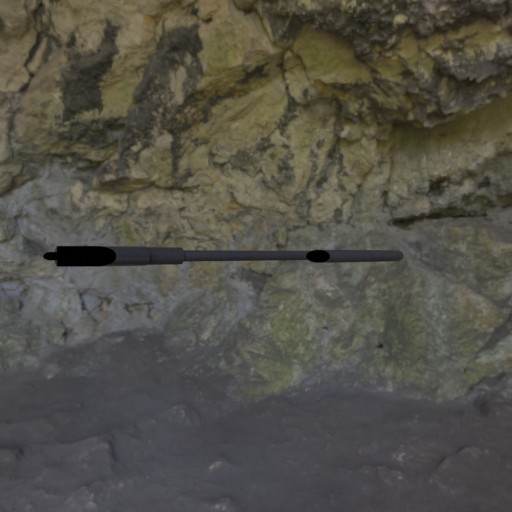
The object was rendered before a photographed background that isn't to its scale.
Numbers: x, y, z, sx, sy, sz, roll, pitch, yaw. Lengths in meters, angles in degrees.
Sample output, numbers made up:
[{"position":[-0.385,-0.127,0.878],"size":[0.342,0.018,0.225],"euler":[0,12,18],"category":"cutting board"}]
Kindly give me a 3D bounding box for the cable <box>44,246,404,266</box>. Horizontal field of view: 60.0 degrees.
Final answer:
[{"position":[0.000,0.000,0.110],"size":[0.098,0.005,0.041],"euler":[0,0,-35],"category":"cable"}]
